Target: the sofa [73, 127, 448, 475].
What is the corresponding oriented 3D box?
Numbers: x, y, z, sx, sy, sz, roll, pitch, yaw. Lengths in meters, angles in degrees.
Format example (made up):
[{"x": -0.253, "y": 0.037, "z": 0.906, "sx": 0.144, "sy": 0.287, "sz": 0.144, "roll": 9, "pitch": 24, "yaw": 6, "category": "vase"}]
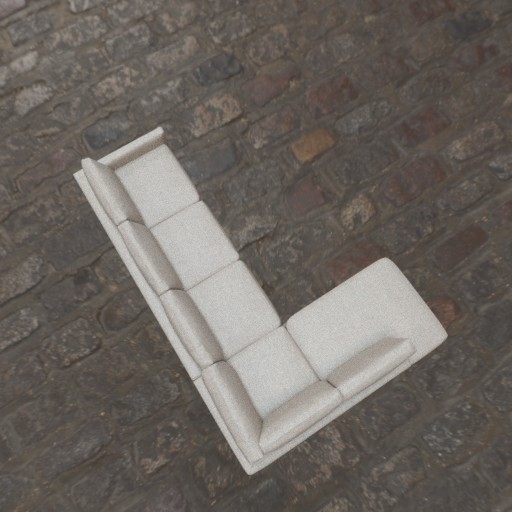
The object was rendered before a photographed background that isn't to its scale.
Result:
[{"x": 0.000, "y": 0.000, "z": 3.200, "sx": 1.617, "sy": 0.703, "sz": 2.423, "roll": -32, "pitch": 77, "yaw": -8, "category": "sofa"}]
